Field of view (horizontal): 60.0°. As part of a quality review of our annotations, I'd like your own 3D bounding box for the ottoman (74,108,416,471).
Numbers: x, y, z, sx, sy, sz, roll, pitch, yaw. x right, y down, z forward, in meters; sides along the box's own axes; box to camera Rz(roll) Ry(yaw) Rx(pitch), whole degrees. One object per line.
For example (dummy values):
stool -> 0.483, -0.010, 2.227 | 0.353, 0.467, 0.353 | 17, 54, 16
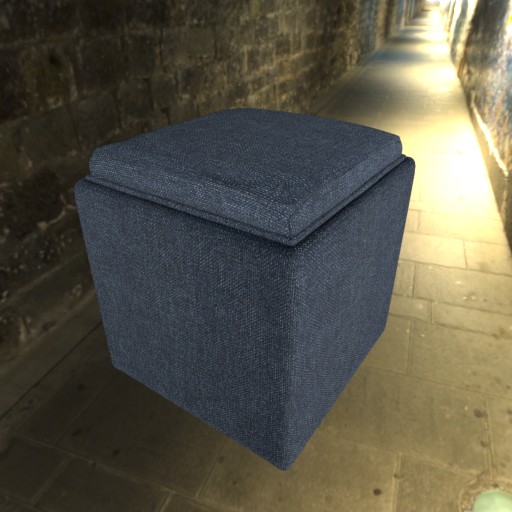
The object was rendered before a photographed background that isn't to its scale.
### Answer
ottoman -> 0.000, 0.000, 0.871 | 0.436, 0.493, 0.454 | 19, 36, 29
